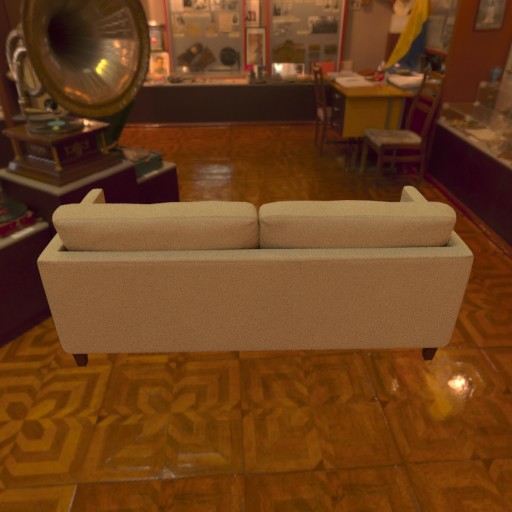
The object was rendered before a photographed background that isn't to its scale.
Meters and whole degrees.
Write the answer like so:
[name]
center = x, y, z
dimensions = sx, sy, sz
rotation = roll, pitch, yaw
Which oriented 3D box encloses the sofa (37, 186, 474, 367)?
[sofa]
center = 0.000, 0.000, 2.691
dimensions = 2.181, 0.932, 0.948
rotation = -1, 31, -1
